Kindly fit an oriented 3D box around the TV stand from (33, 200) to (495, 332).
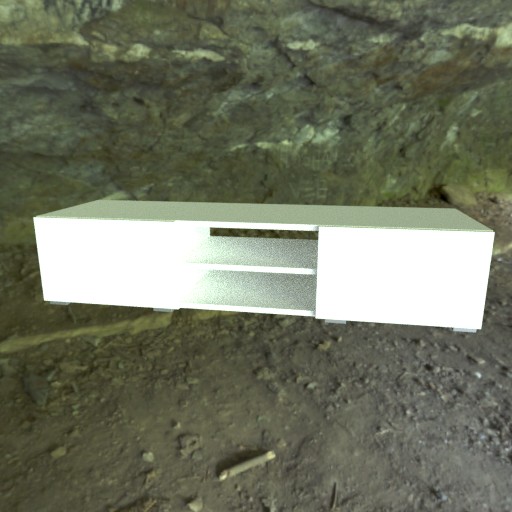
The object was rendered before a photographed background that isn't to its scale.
[{"bbox_3d":[0.000,0.000,1.567,1.400,0.310,0.420,3,15,9],"label":"TV stand"}]
